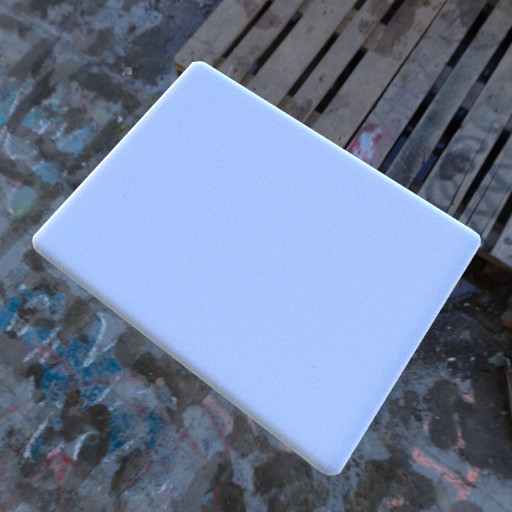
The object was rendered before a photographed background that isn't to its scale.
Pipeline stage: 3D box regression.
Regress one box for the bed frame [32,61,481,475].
[{"bbox_3d":[0.000,0.000,2.751,2.037,0.677,1.528,35,77,9],"label":"bed frame"}]
